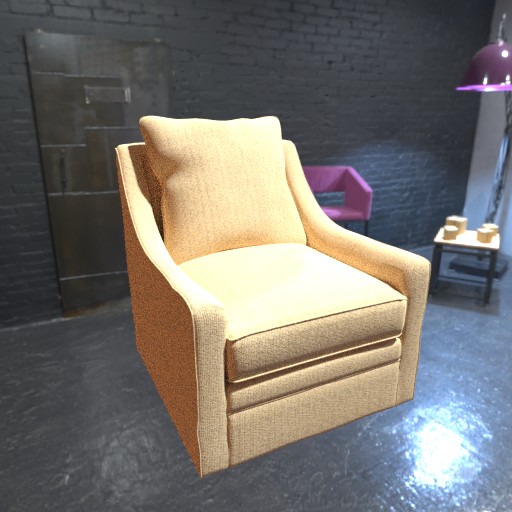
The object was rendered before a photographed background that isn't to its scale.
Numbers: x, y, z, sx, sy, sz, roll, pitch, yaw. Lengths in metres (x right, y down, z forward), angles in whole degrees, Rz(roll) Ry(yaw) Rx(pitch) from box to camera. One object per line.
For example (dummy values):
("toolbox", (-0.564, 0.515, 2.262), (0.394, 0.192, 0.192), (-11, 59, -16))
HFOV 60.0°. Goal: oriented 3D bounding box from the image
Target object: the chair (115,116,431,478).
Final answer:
("chair", (0.000, 0.000, 1.540), (0.760, 0.927, 0.876), (-9, 20, -25))
